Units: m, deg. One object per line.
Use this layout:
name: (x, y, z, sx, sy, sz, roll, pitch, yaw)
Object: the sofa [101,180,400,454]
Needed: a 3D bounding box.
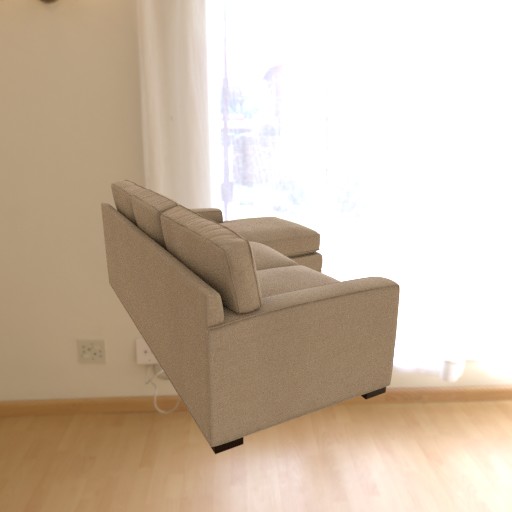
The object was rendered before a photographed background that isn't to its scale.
sofa: (0.000, 0.000, 2.796, 1.496, 0.861, 2.087, -9, 19, -27)
